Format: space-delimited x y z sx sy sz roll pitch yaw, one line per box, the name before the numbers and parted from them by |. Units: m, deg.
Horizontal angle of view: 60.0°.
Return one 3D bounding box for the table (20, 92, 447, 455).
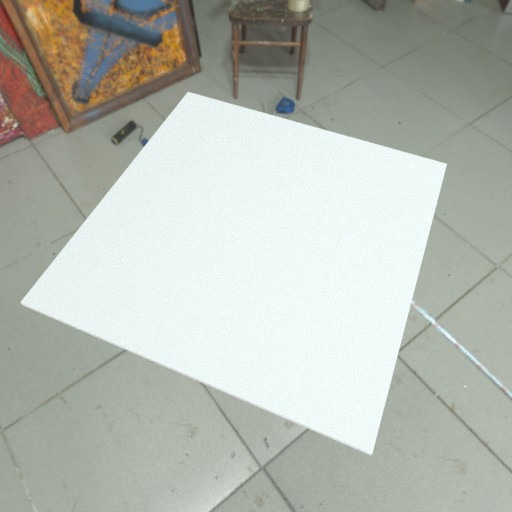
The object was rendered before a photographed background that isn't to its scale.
table | 0.000 0.000 1.351 0.890 0.305 0.890 19 59 12
